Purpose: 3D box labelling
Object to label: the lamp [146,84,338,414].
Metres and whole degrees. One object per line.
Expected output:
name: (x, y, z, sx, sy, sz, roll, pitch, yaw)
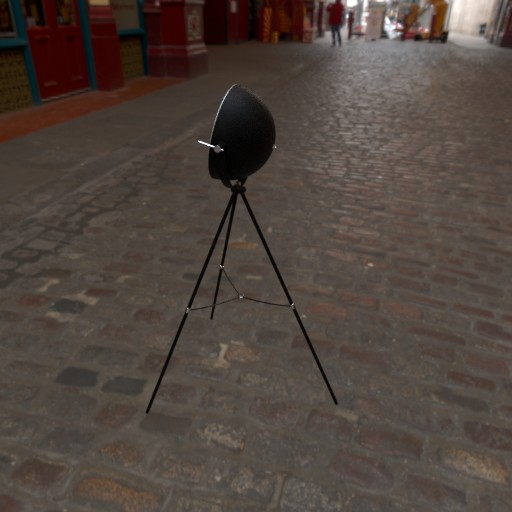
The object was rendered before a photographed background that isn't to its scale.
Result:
lamp: (0.000, 0.000, 2.076, 0.920, 1.512, 0.817, 8, 30, 14)
